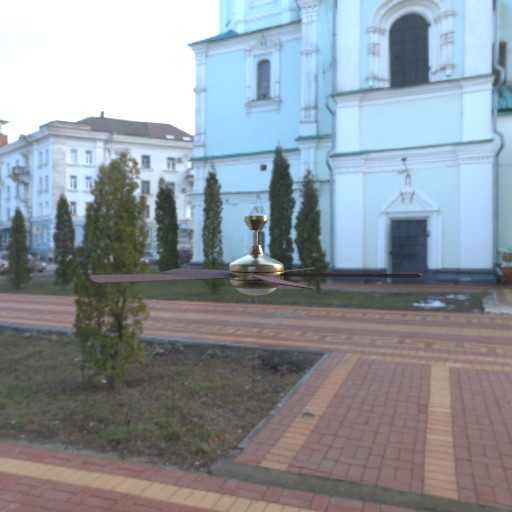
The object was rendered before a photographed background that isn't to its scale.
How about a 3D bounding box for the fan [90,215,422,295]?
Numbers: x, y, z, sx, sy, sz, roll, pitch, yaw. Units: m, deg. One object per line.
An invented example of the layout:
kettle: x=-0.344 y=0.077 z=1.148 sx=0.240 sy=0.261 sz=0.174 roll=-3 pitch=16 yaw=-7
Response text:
fan: x=0.000 y=0.000 z=1.998 sx=1.321 sy=0.356 sz=1.321 roll=0 pitch=0 yaw=35
